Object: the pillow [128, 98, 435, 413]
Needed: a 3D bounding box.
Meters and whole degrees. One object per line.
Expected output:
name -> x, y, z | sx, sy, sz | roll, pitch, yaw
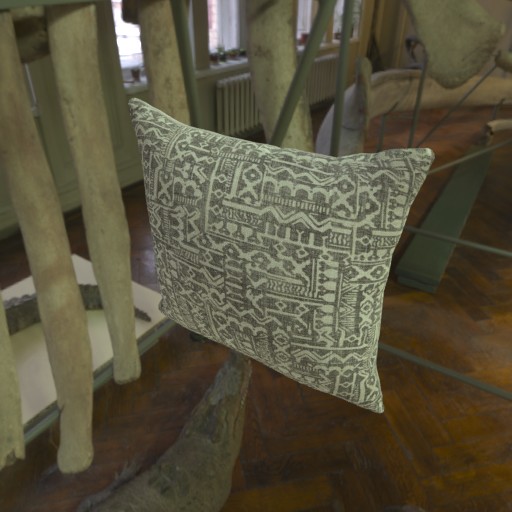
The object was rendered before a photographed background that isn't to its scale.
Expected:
pillow -> 0.000, 0.000, 0.794 | 0.546, 0.487, 0.180 | 19, 37, 28
